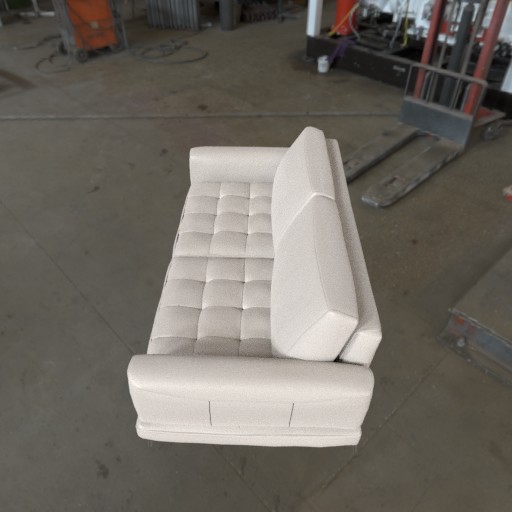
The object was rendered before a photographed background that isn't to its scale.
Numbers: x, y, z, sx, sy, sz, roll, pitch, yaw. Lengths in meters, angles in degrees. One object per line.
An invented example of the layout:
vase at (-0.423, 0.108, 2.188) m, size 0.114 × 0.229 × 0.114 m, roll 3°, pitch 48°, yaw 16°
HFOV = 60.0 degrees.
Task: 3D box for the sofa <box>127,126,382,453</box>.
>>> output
sofa at (0.000, 0.000, 2.742) m, size 1.121 × 0.930 × 2.177 m, roll 1°, pitch 42°, yaw 1°
